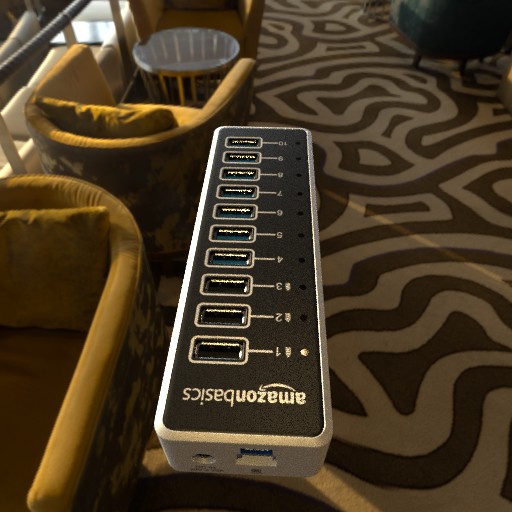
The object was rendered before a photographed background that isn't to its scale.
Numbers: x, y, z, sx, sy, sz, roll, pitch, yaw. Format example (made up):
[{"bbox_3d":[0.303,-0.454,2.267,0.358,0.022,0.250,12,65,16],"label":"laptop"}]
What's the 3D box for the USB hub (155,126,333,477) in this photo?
[{"bbox_3d":[0.000,0.000,0.164,0.044,0.023,0.145,2,47,2],"label":"USB hub"}]
